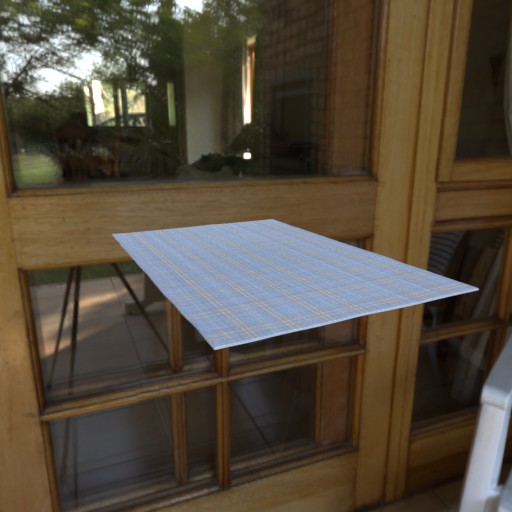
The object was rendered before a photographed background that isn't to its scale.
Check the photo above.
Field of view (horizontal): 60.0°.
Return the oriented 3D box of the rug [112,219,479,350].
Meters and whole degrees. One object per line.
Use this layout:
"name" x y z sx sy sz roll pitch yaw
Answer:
"rug" 0.000 0.000 2.426 1.231 0.012 1.835 -8 17 -26
